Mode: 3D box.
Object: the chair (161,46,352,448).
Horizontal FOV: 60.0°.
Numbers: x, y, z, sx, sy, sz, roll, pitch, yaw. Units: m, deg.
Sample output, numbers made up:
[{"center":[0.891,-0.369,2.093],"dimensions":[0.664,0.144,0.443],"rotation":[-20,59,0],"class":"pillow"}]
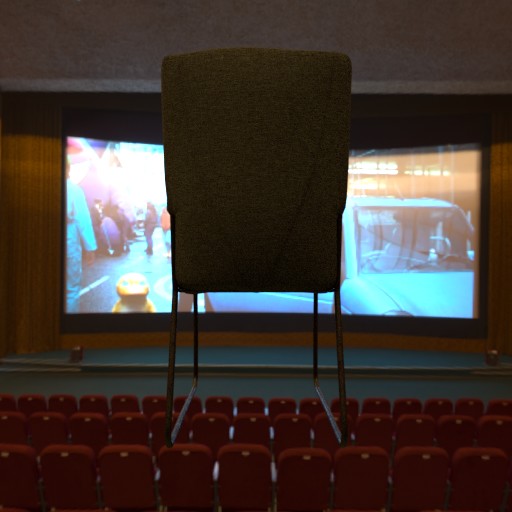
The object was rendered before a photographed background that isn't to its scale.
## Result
[{"center":[0.000,0.000,1.275],"dimensions":[0.480,0.931,0.635],"rotation":[0,-1,0],"class":"chair"}]
